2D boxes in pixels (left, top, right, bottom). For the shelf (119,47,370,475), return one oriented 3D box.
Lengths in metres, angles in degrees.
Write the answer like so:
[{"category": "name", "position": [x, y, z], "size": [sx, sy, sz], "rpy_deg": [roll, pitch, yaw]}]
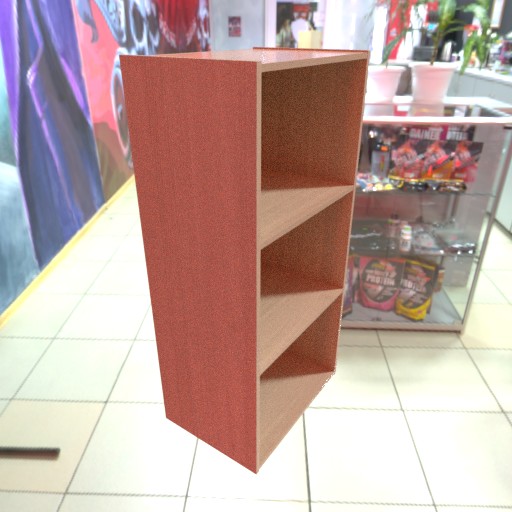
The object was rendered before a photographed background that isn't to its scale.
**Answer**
[{"category": "shelf", "position": [0.000, 0.000, 1.048], "size": [0.292, 0.876, 0.417], "rpy_deg": [18, 32, 31]}]
